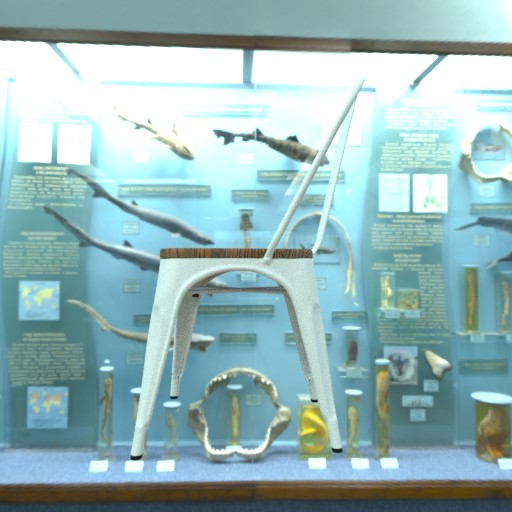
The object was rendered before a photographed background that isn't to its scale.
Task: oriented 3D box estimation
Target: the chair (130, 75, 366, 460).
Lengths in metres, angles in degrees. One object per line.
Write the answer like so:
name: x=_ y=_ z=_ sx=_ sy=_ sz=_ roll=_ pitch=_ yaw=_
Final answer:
chair: x=0.000 y=0.000 z=1.145 sx=0.521 sy=0.851 sz=0.452 roll=0 pitch=-2 yaw=0
